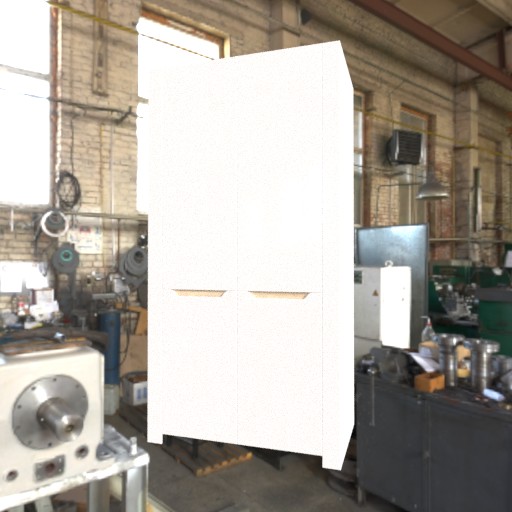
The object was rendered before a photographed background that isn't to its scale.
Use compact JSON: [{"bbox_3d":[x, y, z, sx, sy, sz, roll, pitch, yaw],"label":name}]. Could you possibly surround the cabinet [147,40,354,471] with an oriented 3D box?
[{"bbox_3d":[0.000,0.000,2.400,0.980,1.920,0.580,0,-1,18],"label":"cabinet"}]
